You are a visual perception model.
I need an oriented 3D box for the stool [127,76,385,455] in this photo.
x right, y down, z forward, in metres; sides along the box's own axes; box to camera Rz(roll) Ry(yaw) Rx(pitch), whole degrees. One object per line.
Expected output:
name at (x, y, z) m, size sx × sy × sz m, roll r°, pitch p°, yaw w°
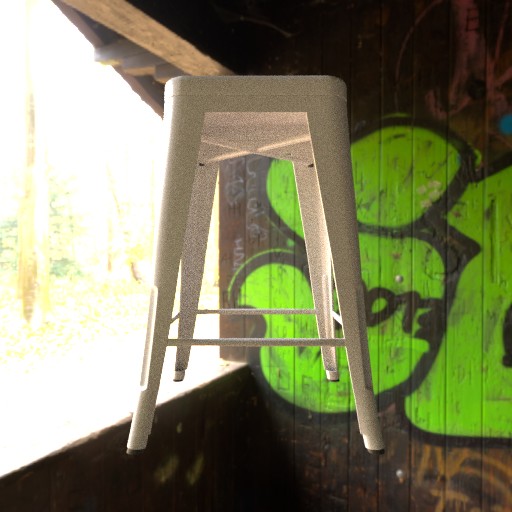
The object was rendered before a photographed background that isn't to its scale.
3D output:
stool at (0.000, 0.000, 0.884) m, size 0.406 × 0.610 × 0.406 m, roll 0°, pitch 1°, yaw 0°
